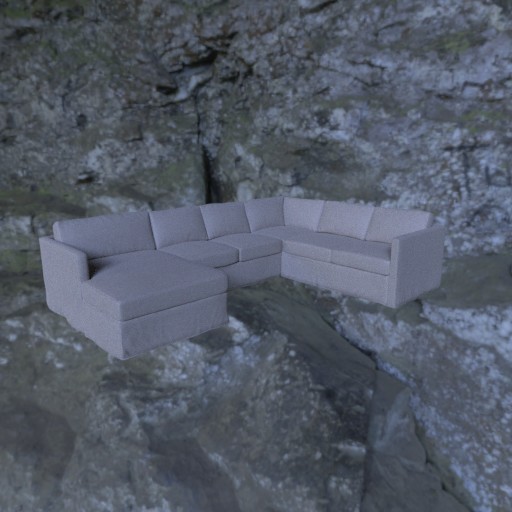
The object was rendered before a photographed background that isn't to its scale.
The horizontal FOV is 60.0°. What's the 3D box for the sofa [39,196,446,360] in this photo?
[{"bbox_3d":[0.000,0.000,4.626,3.528,0.878,2.476,-13,19,-42],"label":"sofa"}]
